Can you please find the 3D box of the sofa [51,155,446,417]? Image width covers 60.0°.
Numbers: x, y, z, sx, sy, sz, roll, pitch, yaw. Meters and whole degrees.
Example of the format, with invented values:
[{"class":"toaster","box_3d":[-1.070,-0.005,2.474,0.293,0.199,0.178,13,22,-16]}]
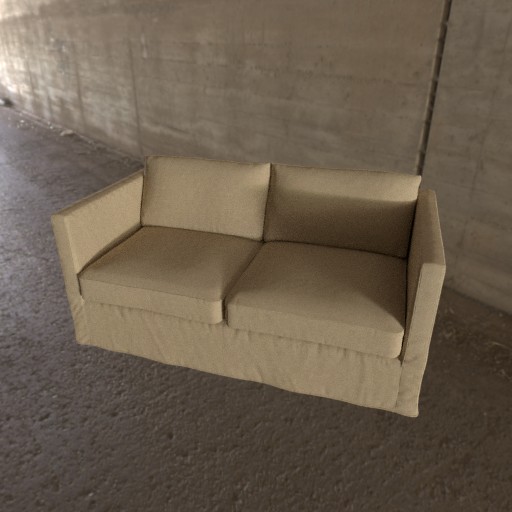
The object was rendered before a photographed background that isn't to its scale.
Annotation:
[{"class":"sofa","box_3d":[0.000,0.000,2.288,1.719,0.835,0.962,8,28,16]}]
